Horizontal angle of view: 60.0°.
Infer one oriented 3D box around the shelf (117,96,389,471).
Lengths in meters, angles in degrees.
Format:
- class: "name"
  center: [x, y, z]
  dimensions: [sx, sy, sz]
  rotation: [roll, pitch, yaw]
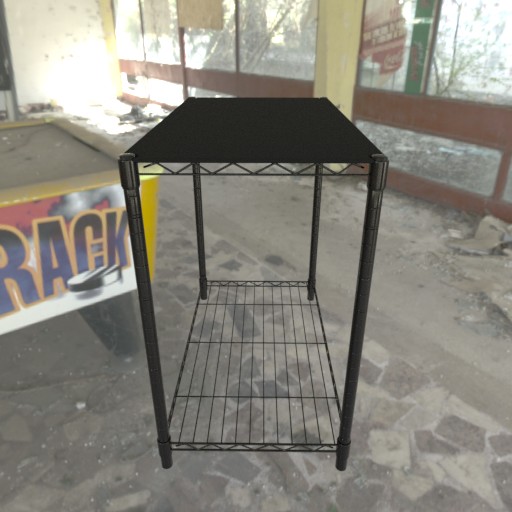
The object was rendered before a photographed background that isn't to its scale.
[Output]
- class: "shelf"
  center: [0.000, 0.000, 0.928]
  dimensions: [0.338, 0.564, 0.589]
  rotation: [0, 27, 1]
